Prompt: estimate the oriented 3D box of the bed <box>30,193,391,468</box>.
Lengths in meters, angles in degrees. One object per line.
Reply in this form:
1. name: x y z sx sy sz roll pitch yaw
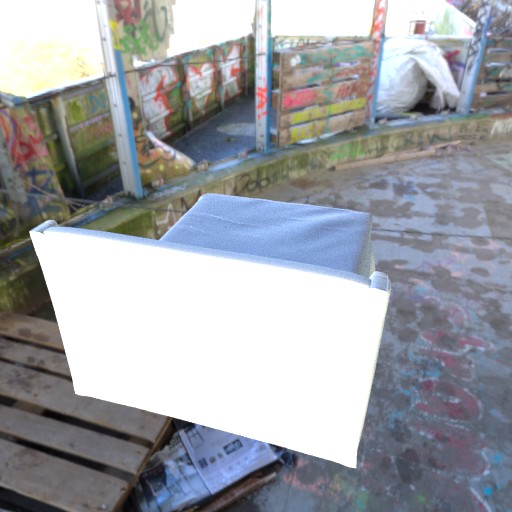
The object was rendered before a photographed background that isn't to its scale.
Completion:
1. bed: 0.000 0.000 3.416 1.925 1.332 2.276 9 33 15
